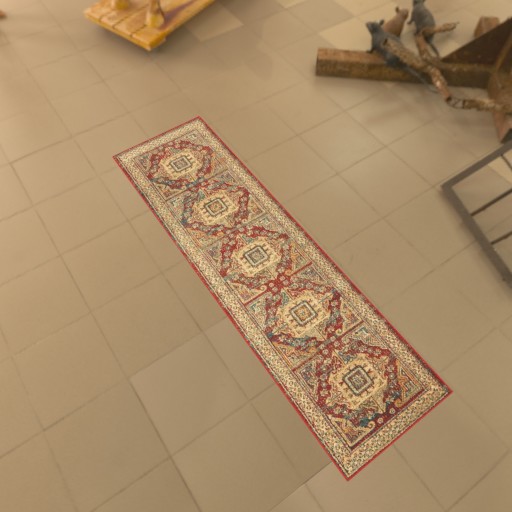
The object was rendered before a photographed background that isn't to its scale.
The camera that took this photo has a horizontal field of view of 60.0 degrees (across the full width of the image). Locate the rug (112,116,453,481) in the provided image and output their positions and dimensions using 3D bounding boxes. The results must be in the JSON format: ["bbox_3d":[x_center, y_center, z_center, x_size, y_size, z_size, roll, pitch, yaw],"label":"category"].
[{"bbox_3d":[0.000,0.000,2.473,0.659,0.015,2.292,-31,64,-17],"label":"rug"}]
